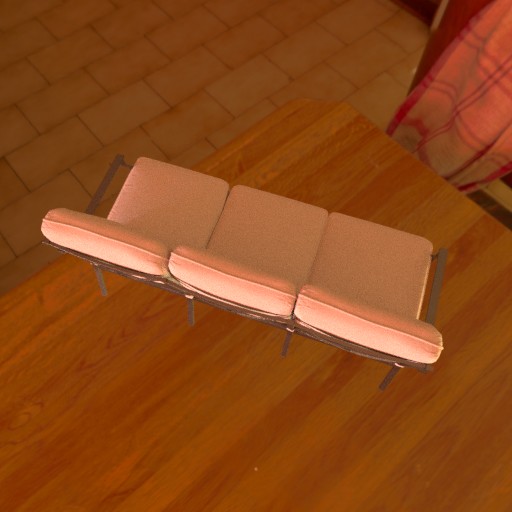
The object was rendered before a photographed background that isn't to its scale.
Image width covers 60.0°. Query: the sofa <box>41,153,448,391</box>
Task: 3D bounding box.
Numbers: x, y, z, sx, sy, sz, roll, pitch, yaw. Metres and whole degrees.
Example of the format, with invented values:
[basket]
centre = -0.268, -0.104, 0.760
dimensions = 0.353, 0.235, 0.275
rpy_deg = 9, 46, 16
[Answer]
[sofa]
centre = 0.000, 0.000, 2.222
dimensions = 1.740, 0.860, 0.787
rpy_deg = 17, 66, 8
